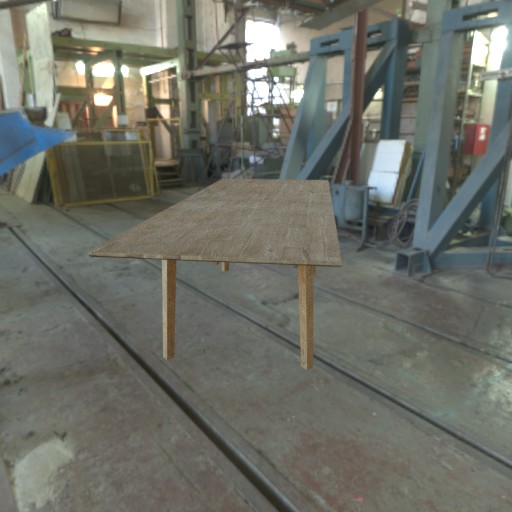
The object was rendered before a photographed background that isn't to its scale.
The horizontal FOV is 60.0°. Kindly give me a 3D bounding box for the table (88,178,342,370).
[{"bbox_3d":[0.000,0.000,3.051,1.000,0.752,2.603,2,16,7],"label":"table"}]
